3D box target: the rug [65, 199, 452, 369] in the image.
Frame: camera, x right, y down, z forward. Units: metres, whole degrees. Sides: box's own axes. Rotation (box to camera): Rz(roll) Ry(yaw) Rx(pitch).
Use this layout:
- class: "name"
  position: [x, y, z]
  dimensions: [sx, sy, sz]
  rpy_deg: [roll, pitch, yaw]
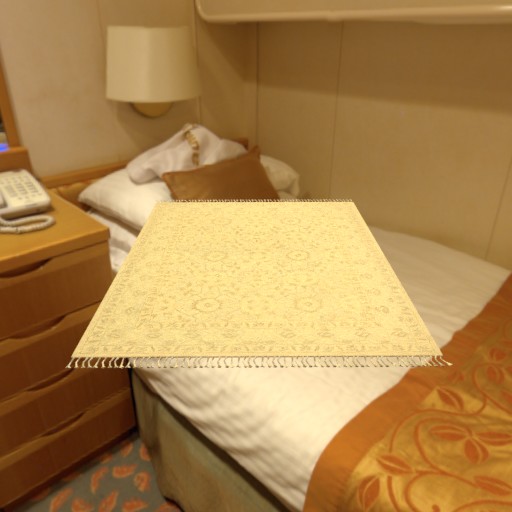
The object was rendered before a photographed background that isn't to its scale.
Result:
- class: "rug"
  position: [0.000, 0.000, 4.104]
  dimensions: [2.444, 0.013, 3.043]
  rpy_deg: [0, 27, 0]
